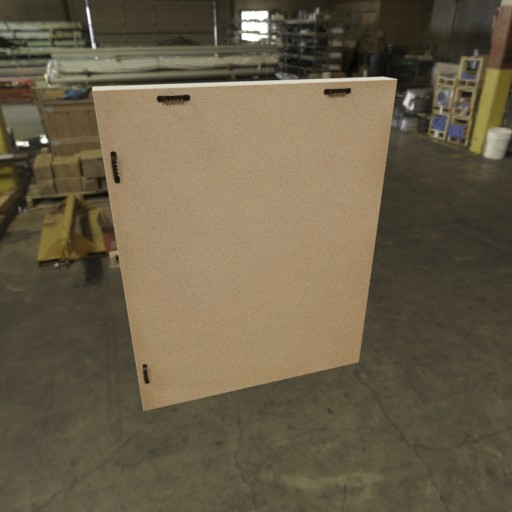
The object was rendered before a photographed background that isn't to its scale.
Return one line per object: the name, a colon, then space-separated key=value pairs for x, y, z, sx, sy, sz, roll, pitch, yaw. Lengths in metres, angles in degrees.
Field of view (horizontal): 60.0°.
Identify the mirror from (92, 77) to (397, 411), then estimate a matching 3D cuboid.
mirror: x=0.000 y=0.000 z=0.694 sx=0.405 sy=0.508 sz=0.041 roll=-8 pitch=28 yaw=-16
